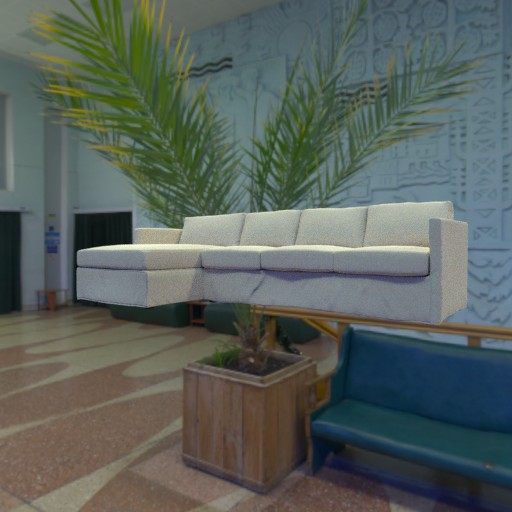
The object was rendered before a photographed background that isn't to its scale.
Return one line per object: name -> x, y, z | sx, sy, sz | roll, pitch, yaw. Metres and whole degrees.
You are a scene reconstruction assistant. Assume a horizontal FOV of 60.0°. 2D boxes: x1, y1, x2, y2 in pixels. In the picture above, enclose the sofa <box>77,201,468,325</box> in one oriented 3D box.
sofa -> 0.000, 0.000, 3.968 | 3.205, 0.922, 1.650 | 1, 2, 36
